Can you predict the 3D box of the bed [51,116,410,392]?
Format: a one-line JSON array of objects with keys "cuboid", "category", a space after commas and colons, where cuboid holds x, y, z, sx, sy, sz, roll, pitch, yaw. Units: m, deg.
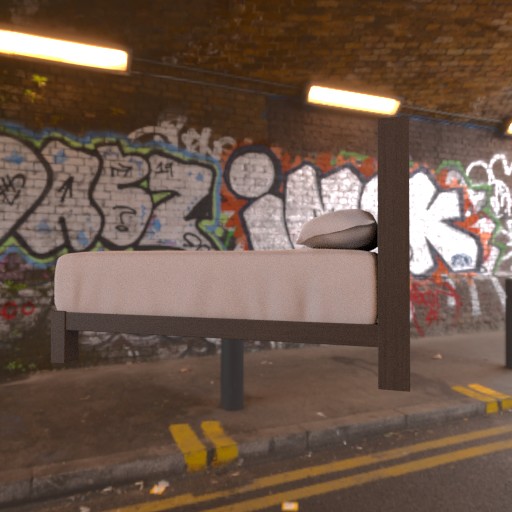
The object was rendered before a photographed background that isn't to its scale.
[{"cuboid": [0.000, 0.000, 3.134, 1.992, 1.261, 1.735, 0, -1, 17], "category": "bed"}]
